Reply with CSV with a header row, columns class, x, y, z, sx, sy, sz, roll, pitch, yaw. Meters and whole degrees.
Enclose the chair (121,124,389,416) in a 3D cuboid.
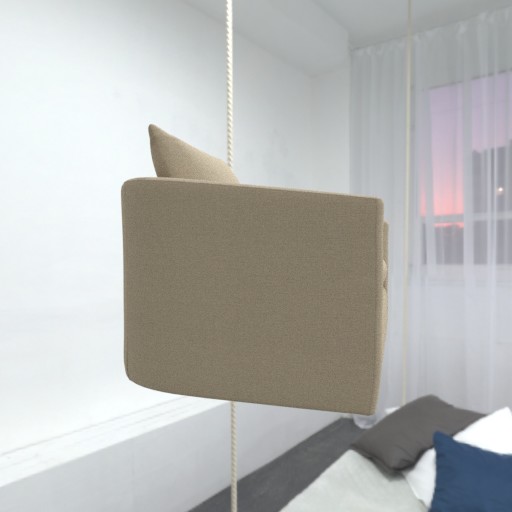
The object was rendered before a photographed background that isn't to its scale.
class,x,y,z,sx,sy,sz,roll,pitch,yaw
chair,0.000,0.000,1.604,0.910,0.848,0.845,0,0,18
